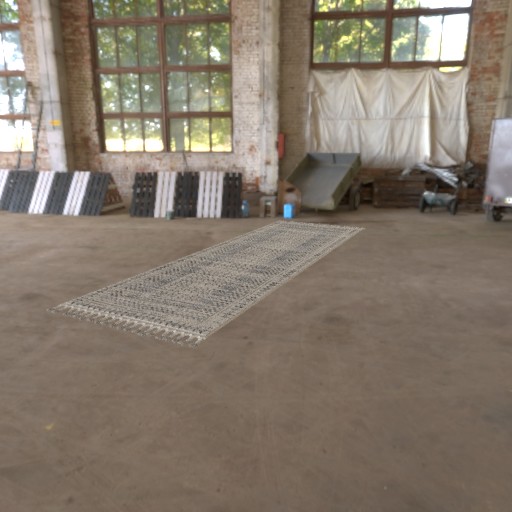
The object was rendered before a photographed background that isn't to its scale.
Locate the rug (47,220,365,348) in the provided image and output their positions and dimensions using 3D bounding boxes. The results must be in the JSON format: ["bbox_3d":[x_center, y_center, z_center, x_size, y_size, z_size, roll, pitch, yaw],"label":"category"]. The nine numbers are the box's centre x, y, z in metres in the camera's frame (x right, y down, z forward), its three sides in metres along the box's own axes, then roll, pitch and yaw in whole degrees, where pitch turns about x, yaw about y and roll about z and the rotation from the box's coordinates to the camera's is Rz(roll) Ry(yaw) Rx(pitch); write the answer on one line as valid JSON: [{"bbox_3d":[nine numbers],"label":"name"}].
[{"bbox_3d":[0.000,0.000,2.793,0.786,0.013,2.480,7,16,26],"label":"rug"}]
